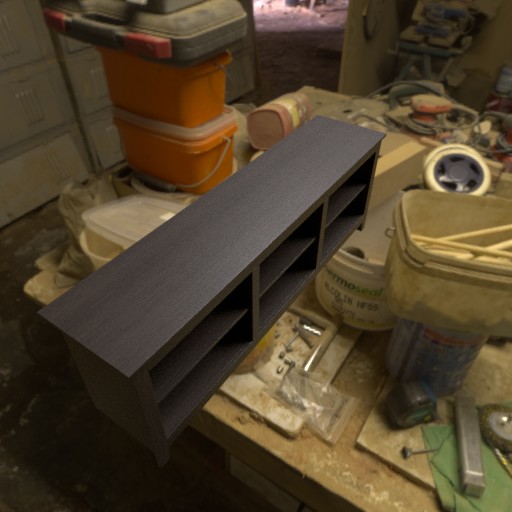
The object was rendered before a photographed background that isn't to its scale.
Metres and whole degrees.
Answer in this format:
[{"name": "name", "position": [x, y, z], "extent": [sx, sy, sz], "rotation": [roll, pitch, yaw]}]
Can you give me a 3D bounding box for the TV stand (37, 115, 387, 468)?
[{"name": "TV stand", "position": [0.000, 0.000, 2.027], "extent": [0.406, 0.610, 1.778], "rotation": [25, 47, 26]}]
